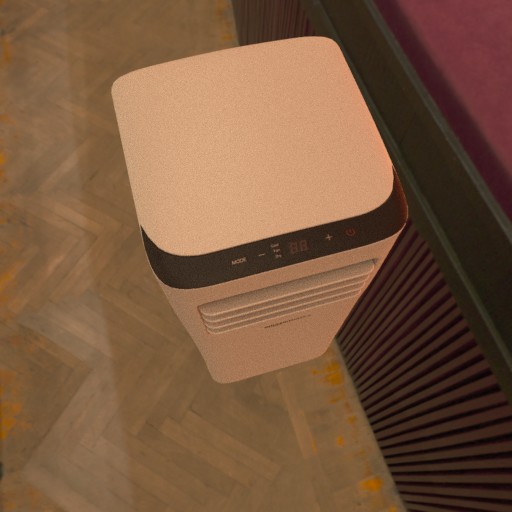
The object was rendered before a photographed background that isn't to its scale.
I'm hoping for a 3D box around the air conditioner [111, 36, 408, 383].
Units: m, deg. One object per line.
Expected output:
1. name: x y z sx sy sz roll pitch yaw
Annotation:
1. air conditioner: 0.000 0.000 0.907 0.352 0.716 0.369 -14 64 -7
